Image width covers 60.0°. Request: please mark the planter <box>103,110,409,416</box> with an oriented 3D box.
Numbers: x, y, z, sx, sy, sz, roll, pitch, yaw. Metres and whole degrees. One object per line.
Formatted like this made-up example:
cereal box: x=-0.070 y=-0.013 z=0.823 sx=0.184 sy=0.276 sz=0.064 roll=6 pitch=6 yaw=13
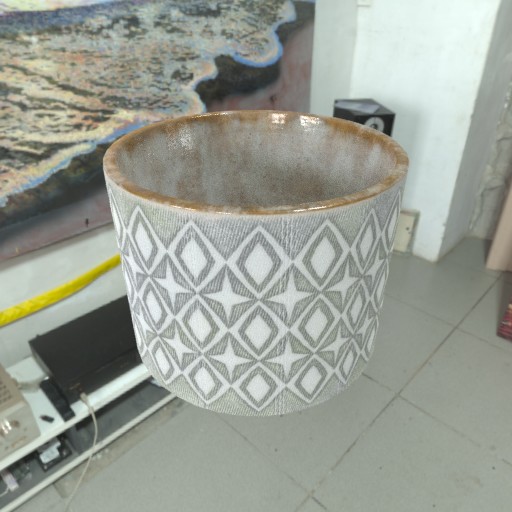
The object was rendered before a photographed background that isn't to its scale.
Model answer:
planter: x=0.000 y=0.000 z=0.441 sx=0.255 sy=0.223 sz=0.255 roll=0 pitch=32 yaw=0
